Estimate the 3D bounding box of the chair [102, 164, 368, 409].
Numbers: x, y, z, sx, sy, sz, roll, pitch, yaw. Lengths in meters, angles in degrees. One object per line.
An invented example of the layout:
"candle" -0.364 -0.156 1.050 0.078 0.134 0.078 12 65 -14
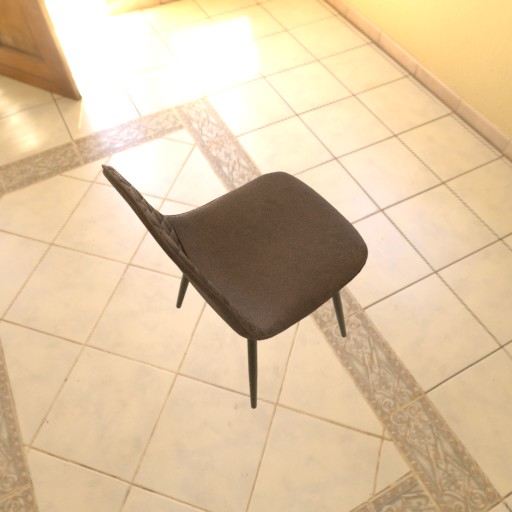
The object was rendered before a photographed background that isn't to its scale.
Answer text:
"chair" 0.000 0.000 1.220 0.561 0.889 0.472 -33 63 -19
